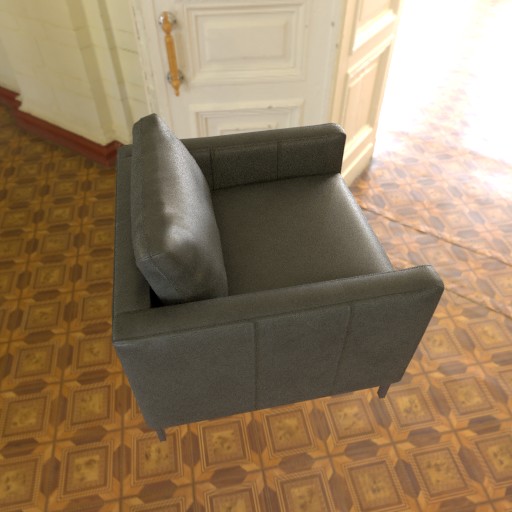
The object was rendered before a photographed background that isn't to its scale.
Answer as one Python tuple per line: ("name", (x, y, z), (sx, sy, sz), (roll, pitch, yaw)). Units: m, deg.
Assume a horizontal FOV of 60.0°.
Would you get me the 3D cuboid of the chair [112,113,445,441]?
("chair", (0.000, 0.000, 1.492), (0.861, 0.824, 0.967), (-8, 46, -8))
